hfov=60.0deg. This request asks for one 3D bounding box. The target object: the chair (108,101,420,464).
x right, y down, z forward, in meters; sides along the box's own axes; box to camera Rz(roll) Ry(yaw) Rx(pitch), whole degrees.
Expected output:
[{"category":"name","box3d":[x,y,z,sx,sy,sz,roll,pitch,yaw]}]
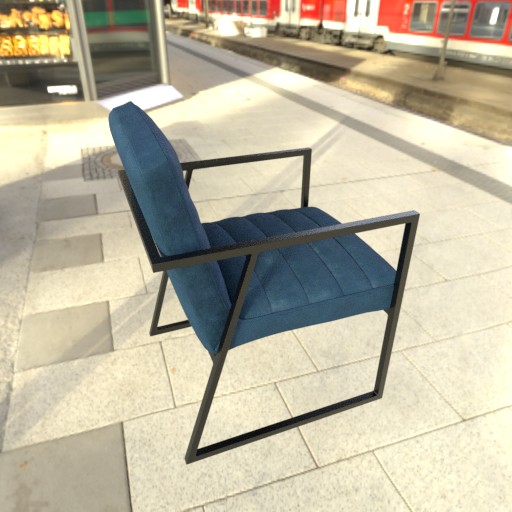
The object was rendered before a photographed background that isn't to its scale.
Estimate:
[{"category":"chair","box3d":[0.000,0.000,1.282,0.677,0.833,0.571,-11,32,-18]}]
